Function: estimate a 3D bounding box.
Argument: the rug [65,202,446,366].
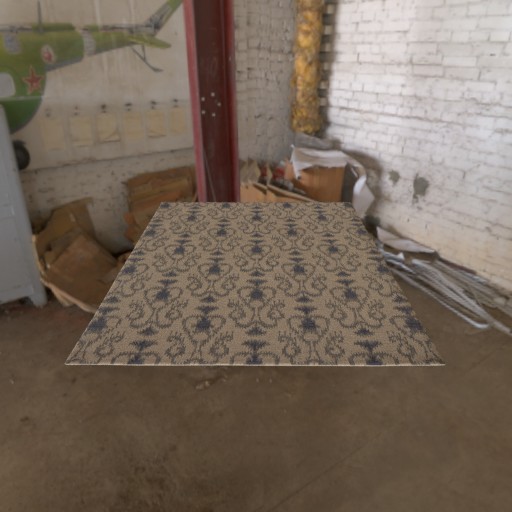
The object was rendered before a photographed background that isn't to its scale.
[{"bbox_3d":[0.000,0.000,4.261,2.437,0.015,3.205,0,26,0],"label":"rug"}]
